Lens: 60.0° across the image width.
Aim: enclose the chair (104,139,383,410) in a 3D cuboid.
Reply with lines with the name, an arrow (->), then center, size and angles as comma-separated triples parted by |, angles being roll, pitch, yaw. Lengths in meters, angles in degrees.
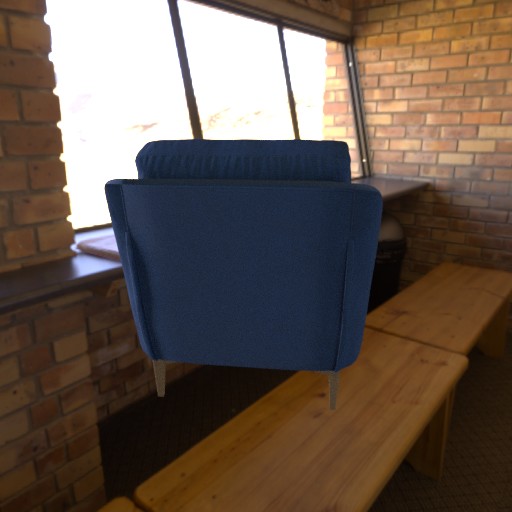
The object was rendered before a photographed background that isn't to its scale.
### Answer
chair -> 0.000, 0.000, 1.740 | 0.987, 0.899, 0.961 | 2, 16, 7
